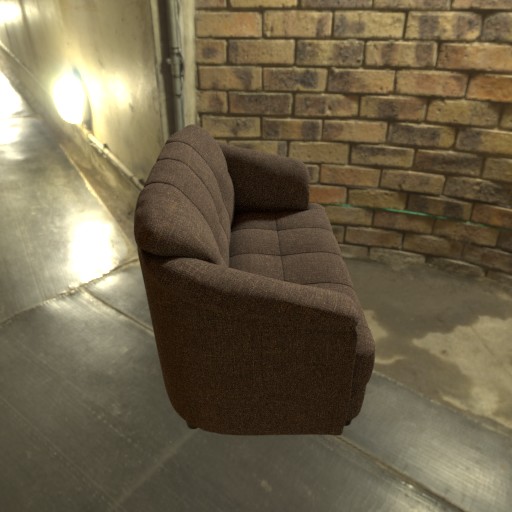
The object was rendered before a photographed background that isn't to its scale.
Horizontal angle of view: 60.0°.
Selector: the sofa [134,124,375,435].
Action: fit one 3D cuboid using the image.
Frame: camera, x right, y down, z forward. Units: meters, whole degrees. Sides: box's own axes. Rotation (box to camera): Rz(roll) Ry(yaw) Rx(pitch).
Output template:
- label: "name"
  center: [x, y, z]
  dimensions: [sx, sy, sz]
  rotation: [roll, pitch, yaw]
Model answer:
- label: "sofa"
  center: [0.000, 0.000, 1.959]
  dimensions: [0.799, 0.895, 1.404]
  rotation: [-1, 31, -1]
